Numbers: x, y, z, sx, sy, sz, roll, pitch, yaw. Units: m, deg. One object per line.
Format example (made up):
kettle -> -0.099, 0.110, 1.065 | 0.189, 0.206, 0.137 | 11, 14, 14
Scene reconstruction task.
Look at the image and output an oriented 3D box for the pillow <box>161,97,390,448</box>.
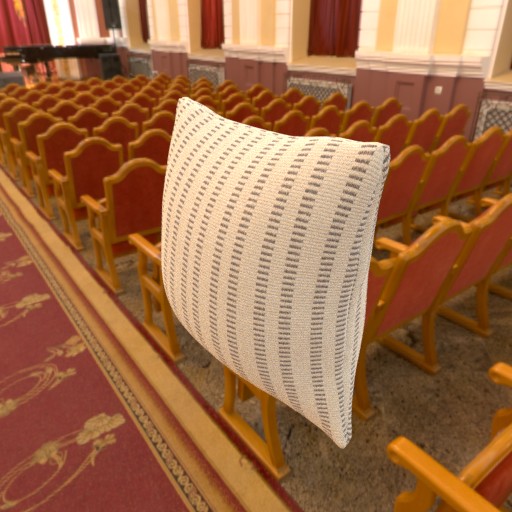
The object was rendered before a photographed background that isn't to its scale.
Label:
pillow -> 0.000, 0.000, 0.677 | 0.247, 0.419, 0.438 | -18, 32, -31
